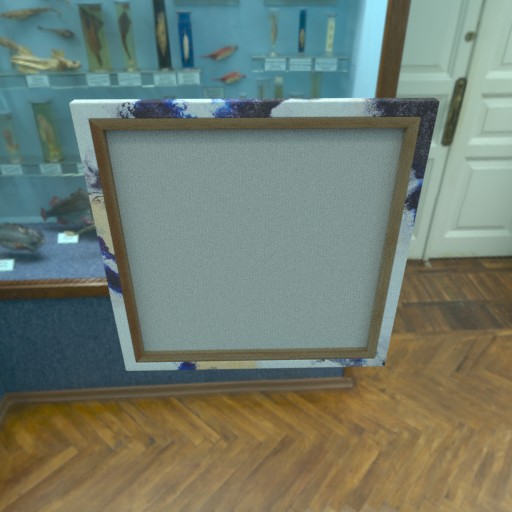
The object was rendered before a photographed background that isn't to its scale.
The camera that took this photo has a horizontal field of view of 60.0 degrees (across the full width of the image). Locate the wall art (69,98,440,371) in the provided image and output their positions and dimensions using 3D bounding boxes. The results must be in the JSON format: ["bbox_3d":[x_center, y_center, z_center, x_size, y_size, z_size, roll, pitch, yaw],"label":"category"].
[{"bbox_3d":[0.000,0.000,1.304,0.887,0.885,0.038,-1,32,-1],"label":"wall art"}]
